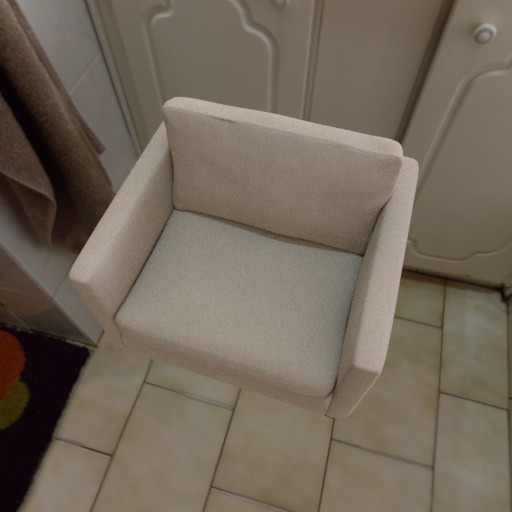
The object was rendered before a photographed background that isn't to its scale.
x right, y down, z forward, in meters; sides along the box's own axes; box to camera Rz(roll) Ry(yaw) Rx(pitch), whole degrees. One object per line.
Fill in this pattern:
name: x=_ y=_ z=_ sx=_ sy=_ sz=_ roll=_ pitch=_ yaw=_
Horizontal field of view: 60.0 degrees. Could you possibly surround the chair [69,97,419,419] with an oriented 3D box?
chair: x=0.000 y=0.000 z=1.859 sx=1.107 sy=0.961 sz=0.959 roll=15 pitch=59 yaw=9
